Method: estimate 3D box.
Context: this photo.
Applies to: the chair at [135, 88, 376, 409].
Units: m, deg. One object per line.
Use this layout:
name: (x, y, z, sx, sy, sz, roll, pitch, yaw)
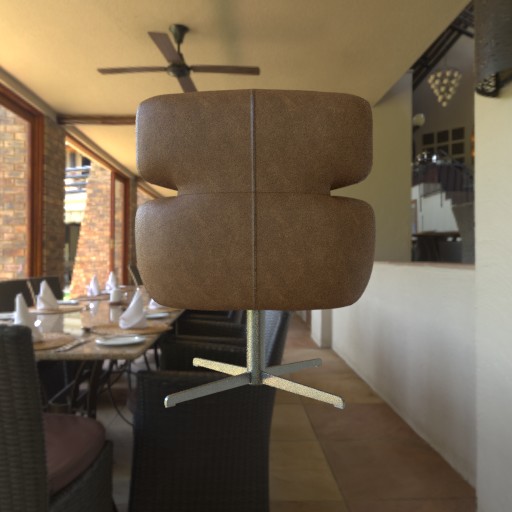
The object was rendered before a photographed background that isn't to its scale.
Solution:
chair: (0.000, 0.000, 1.391, 0.706, 0.812, 0.715, 0, 0, 1)
